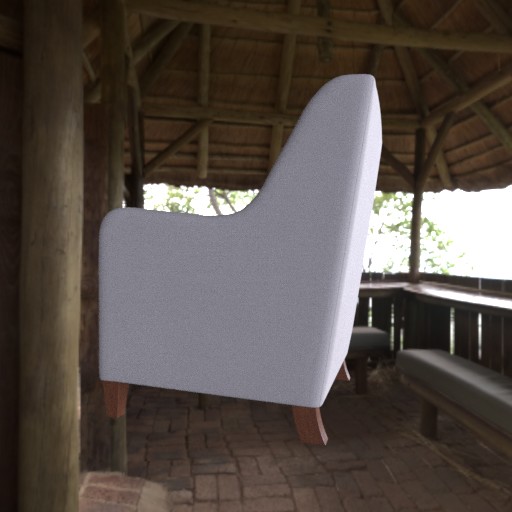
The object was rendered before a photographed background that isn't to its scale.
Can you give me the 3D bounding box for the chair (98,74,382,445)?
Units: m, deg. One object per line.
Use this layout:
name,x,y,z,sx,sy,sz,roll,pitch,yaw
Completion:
chair,0.000,0.000,1.598,0.863,1.010,0.715,0,0,17
